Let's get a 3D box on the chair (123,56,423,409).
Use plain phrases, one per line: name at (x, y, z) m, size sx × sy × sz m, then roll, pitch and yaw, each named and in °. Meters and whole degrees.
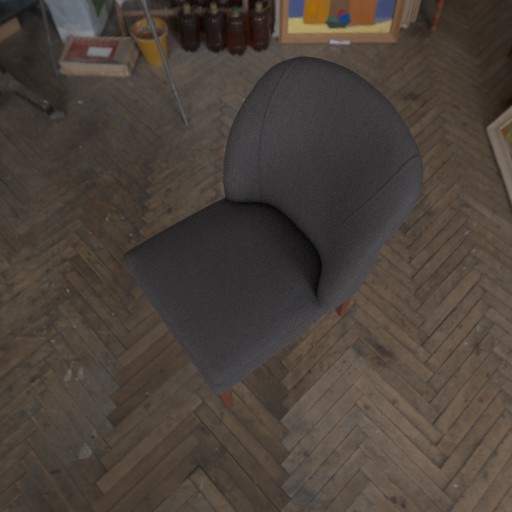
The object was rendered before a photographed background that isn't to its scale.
chair at (0.000, 0.000, 1.247) m, size 0.619 × 0.879 × 0.506 m, roll -35°, pitch 68°, yaw -16°
